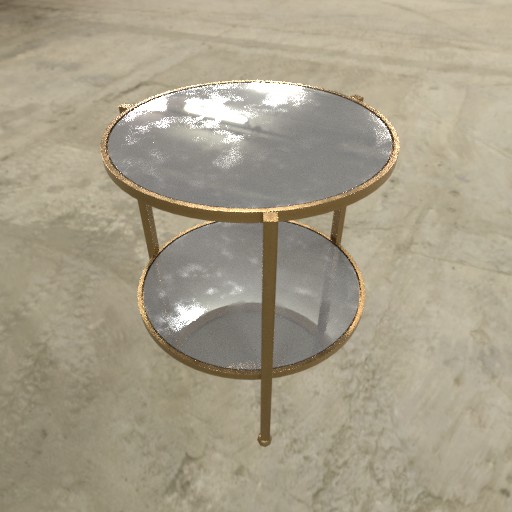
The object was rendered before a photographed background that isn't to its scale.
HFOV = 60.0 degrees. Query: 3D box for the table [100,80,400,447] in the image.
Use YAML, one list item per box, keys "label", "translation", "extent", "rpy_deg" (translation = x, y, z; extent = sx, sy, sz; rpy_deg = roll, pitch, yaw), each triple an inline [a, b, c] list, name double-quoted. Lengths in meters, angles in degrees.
- label: "table"
  translation: [0.000, 0.000, 0.443]
  extent: [0.243, 0.269, 0.231]
  rpy_deg: [-25, 46, -27]
